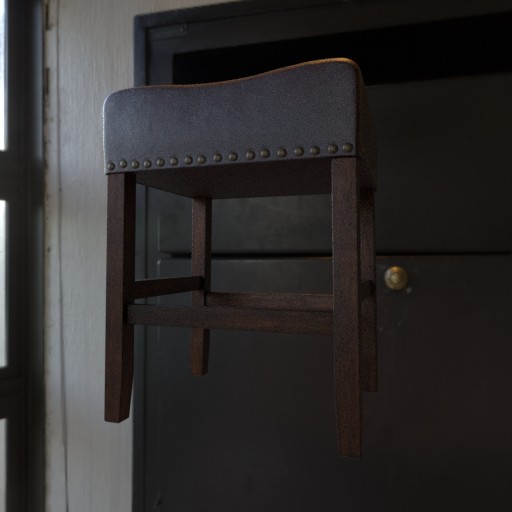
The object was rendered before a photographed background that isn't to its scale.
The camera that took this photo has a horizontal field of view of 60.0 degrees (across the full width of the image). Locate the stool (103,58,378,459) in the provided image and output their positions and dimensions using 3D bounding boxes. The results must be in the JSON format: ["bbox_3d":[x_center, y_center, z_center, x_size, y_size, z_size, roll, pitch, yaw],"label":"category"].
[{"bbox_3d":[0.000,0.000,0.914,0.465,0.608,0.397,0,0,19],"label":"stool"}]
